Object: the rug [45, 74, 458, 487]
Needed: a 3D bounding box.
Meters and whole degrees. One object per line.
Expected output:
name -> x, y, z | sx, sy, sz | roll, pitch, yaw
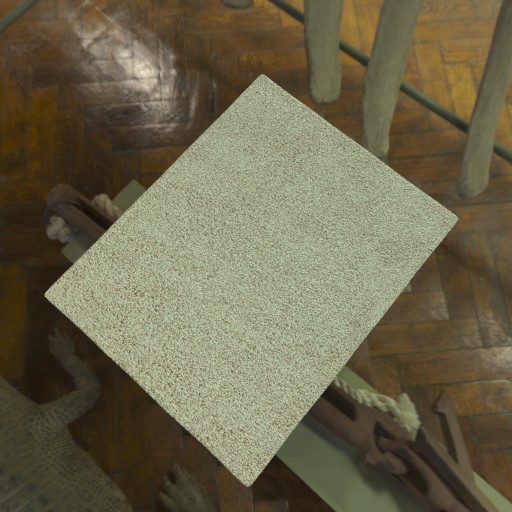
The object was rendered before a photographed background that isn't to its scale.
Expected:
rug -> 0.000, 0.000, 4.085 | 2.438, 0.029, 3.047 | 40, 79, 10
